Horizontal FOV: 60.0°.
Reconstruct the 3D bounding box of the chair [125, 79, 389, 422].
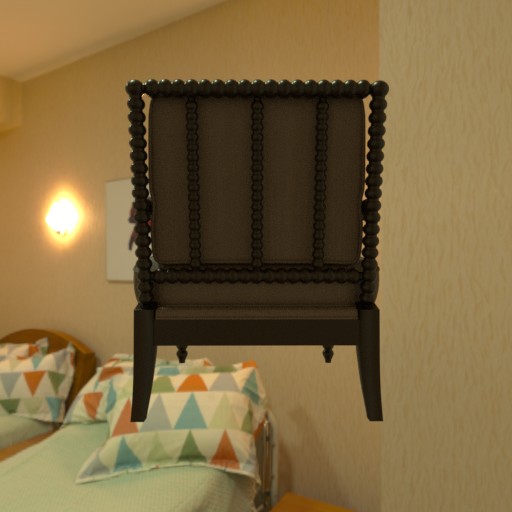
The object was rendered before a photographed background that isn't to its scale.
[{"bbox_3d":[0.000,0.000,1.124,0.540,0.661,0.622,0,-1,-1],"label":"chair"}]
